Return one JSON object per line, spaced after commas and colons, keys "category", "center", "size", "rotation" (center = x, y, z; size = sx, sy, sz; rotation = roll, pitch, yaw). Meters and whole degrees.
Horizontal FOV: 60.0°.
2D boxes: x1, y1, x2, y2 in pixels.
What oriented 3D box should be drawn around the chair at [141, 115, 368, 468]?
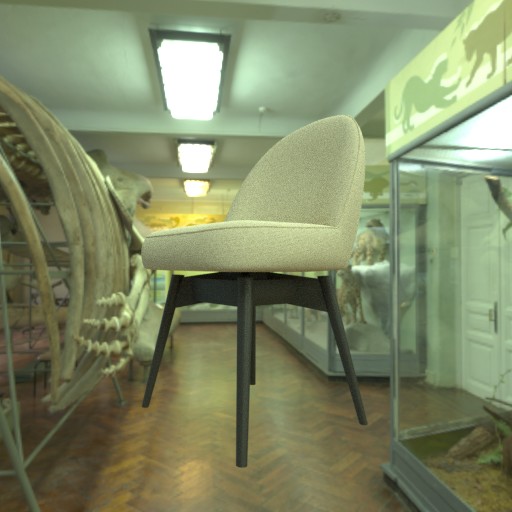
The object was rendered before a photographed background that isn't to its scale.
{"category": "chair", "center": [0.000, 0.000, 1.194], "size": [0.540, 0.838, 0.532], "rotation": [1, -1, -38]}
